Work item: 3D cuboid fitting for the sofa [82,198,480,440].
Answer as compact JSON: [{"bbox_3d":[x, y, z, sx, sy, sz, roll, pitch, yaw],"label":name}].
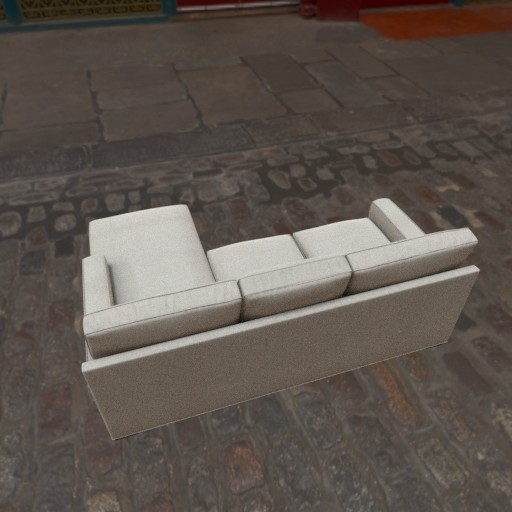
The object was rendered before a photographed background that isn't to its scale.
[{"bbox_3d":[0.000,0.000,2.847,2.087,0.861,1.496,-12,43,-13],"label":"sofa"}]
